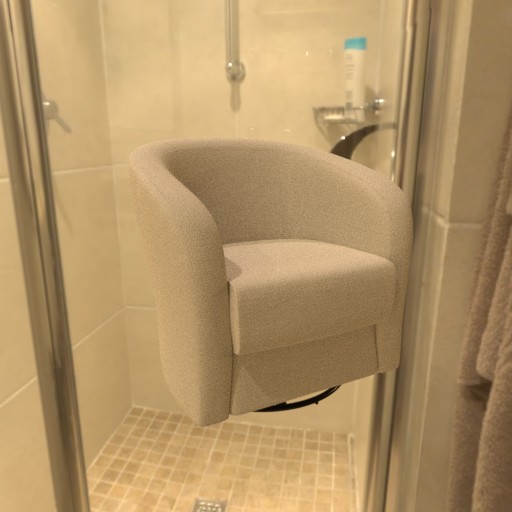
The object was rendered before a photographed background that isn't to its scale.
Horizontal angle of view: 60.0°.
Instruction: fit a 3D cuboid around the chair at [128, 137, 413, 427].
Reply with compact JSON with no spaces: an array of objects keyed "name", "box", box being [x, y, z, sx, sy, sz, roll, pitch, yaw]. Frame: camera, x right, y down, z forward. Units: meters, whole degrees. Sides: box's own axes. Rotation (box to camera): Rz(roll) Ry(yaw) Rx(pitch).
[{"name":"chair","box":[0.000,0.000,1.492,0.791,0.771,0.815,-7,17,-26]}]
